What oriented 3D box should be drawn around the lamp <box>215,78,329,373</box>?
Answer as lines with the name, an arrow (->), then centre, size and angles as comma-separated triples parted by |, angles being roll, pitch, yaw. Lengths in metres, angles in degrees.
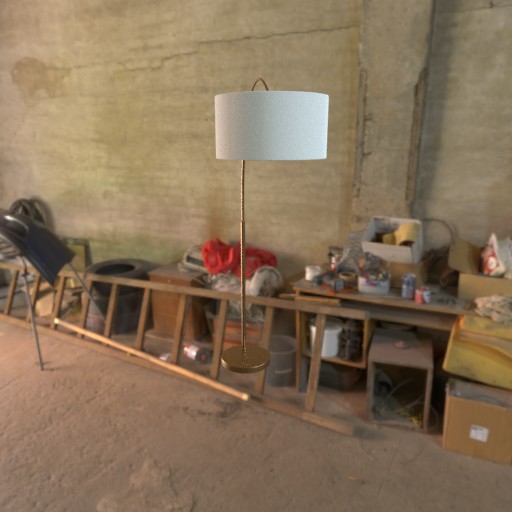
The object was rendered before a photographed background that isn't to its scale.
lamp -> 0.000, 0.000, 2.598 | 0.493, 1.927, 1.434 | -2, 15, -8
